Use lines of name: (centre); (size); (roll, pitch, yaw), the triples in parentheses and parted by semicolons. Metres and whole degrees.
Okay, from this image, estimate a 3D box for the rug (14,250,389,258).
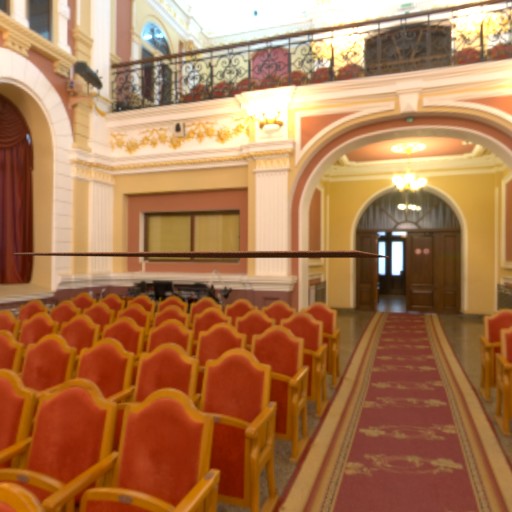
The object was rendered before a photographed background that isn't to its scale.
rug: (0.000, 0.000, 2.819); (1.524, 0.011, 2.286); (0, -1, 19)
